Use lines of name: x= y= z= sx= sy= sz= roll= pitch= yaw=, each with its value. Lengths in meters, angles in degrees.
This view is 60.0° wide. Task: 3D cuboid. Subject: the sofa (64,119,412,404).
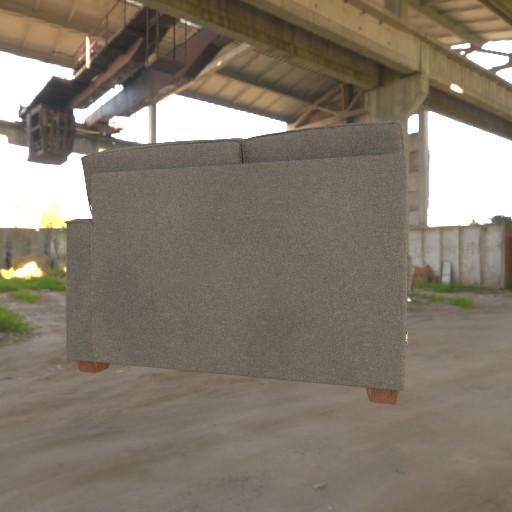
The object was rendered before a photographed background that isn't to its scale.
sofa: x=0.000 y=0.000 z=2.095 sx=1.388 sy=0.989 sz=0.991 roll=0 pitch=1 yaw=18
